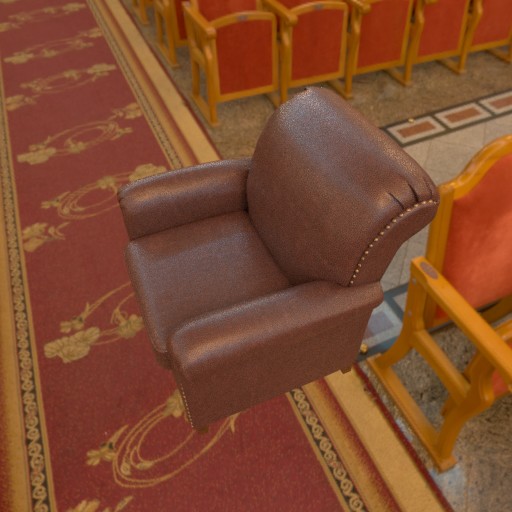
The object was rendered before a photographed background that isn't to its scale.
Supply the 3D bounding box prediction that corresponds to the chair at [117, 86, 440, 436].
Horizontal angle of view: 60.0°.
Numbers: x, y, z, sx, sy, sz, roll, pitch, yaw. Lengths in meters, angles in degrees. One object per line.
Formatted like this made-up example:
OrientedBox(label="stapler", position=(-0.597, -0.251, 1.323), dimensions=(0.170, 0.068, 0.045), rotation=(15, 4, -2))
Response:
OrientedBox(label="chair", position=(0.000, 0.000, 1.613), dimensions=(0.890, 0.927, 0.854), rotation=(-17, 49, -16))
